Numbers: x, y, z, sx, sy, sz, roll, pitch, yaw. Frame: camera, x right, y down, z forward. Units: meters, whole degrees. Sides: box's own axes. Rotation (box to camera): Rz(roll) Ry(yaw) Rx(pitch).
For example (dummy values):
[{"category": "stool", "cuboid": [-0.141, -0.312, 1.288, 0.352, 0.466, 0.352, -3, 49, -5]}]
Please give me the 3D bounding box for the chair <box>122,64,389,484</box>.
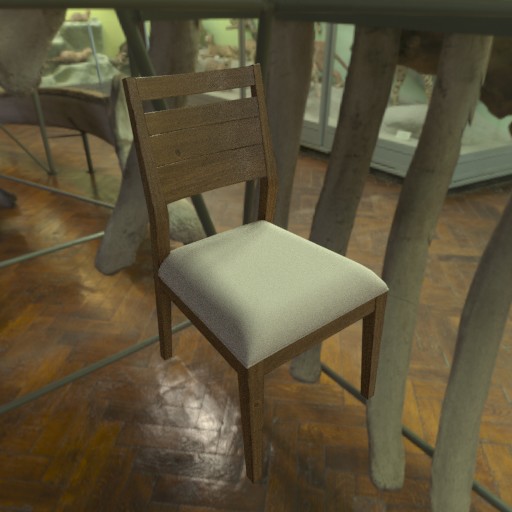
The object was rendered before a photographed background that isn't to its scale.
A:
[{"category": "chair", "cuboid": [0.000, 0.000, 1.272, 0.497, 0.939, 0.610, -21, 37, -32]}]
